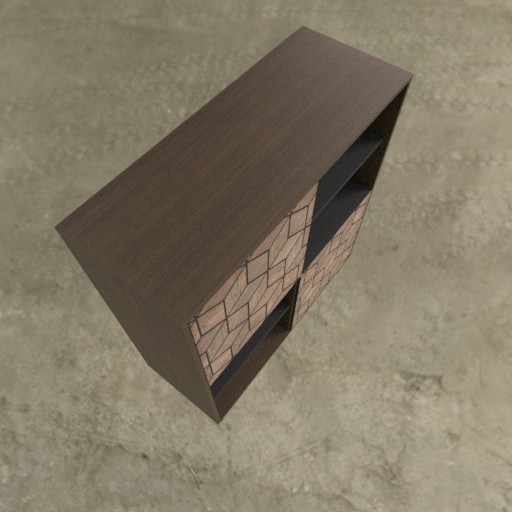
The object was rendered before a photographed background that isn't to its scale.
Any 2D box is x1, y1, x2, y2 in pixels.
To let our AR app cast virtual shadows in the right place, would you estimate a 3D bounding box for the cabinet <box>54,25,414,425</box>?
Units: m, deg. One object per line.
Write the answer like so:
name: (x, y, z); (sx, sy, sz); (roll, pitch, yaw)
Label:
cabinet: (0.000, 0.000, 1.669); (0.400, 1.170, 1.010); (34, 64, 19)
